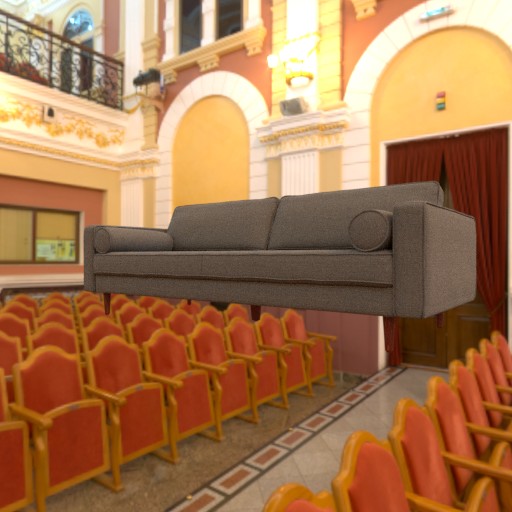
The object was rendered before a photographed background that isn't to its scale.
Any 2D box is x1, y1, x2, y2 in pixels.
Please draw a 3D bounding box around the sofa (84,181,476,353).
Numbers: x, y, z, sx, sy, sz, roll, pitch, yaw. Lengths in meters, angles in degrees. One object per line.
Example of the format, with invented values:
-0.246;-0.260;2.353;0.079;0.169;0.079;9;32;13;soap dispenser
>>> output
0.000;0.000;2.597;2.198;0.762;0.914;0;0;37;sofa
